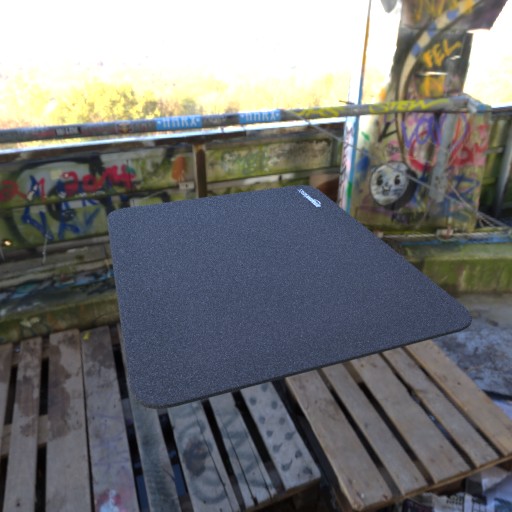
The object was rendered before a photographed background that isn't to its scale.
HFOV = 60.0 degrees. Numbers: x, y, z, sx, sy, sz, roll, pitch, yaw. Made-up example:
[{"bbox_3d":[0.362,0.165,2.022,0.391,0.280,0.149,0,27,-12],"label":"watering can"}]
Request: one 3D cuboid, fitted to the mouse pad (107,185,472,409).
[{"bbox_3d":[0.000,0.000,0.343,0.211,0.002,0.249,-10,32,-16],"label":"mouse pad"}]
